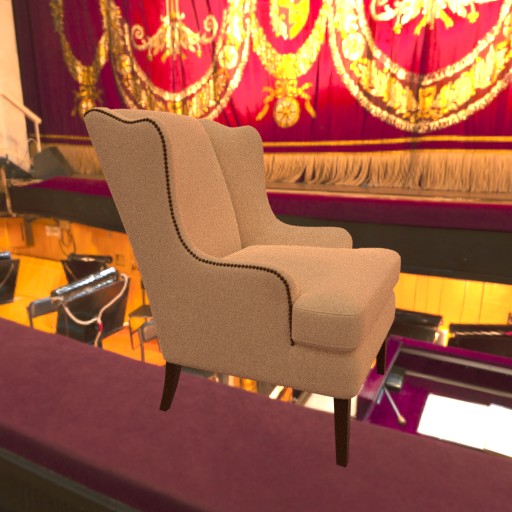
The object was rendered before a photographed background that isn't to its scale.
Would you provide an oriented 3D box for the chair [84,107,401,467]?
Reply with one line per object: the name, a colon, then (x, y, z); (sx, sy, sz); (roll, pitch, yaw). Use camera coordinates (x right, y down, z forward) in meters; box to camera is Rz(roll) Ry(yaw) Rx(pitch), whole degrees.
chair: (0.000, 0.000, 1.616); (0.940, 1.029, 0.737); (7, 15, 25)
